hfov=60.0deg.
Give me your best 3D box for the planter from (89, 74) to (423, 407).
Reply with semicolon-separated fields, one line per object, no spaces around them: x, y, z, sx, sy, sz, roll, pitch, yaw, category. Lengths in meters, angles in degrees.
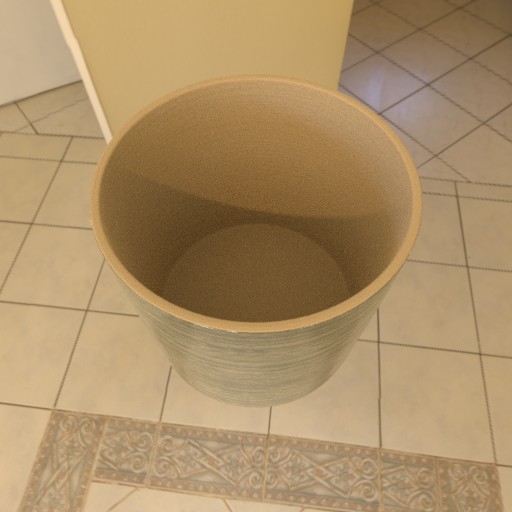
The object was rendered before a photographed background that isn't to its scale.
0.000;0.000;0.385;0.221;0.201;0.221;0;58;0;planter
